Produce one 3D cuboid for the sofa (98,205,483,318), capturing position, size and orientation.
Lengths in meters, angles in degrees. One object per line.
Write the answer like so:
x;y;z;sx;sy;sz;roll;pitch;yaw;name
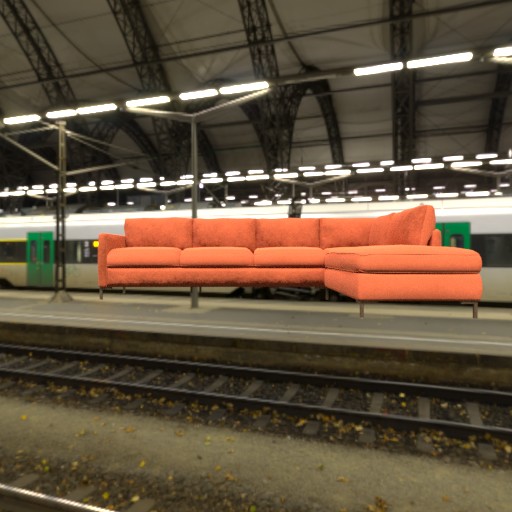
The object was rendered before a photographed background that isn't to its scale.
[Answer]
0.000;0.000;3.589;2.736;0.757;1.879;0;0;-1;sofa
